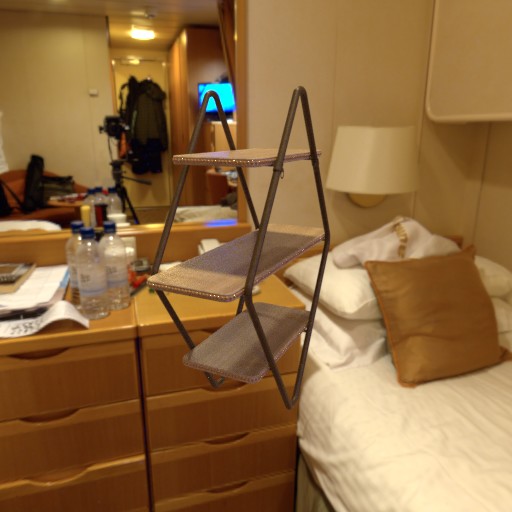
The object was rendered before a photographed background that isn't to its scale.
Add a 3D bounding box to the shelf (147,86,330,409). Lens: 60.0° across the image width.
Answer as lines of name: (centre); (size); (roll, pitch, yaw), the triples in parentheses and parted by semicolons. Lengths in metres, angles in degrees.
shelf: (0.000, 0.000, 1.090); (0.234, 0.774, 0.609); (8, 18, 25)
